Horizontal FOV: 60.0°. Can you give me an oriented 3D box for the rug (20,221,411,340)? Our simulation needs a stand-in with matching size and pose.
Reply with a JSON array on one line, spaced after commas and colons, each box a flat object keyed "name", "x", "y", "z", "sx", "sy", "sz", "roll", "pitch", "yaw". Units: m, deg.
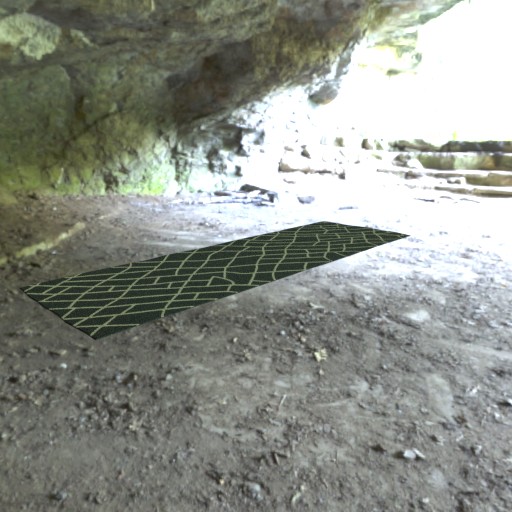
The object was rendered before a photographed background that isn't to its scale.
[{"name": "rug", "x": 0.000, "y": 0.000, "z": 2.706, "sx": 0.807, "sy": 0.010, "sz": 2.476, "roll": 15, "pitch": 21, "yaw": 43}]
